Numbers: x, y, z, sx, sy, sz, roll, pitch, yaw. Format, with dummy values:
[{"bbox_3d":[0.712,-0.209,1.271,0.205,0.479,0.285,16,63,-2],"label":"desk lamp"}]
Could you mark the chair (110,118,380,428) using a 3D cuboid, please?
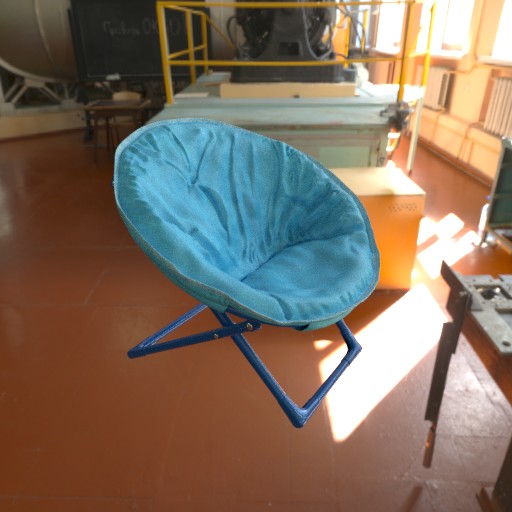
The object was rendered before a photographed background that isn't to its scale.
[{"bbox_3d":[0.000,0.000,0.878,0.465,0.478,0.520,18,32,31],"label":"chair"}]
